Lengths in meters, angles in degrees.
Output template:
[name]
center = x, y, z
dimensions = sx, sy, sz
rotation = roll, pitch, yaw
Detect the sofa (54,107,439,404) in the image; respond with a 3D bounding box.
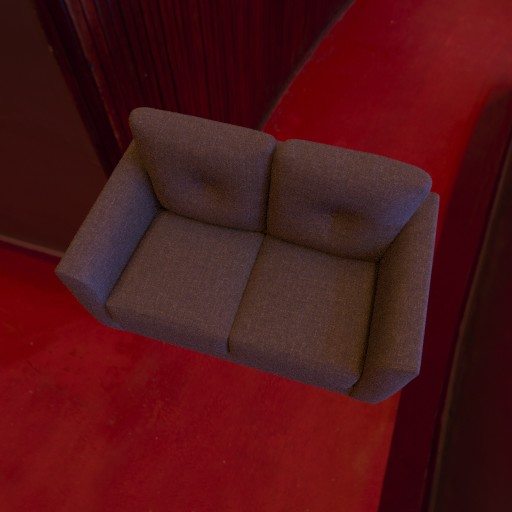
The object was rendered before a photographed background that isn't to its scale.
[sofa]
center = 0.000, 0.000, 1.981
dimensions = 1.423, 0.885, 0.851
rotation = 14, 60, 8
